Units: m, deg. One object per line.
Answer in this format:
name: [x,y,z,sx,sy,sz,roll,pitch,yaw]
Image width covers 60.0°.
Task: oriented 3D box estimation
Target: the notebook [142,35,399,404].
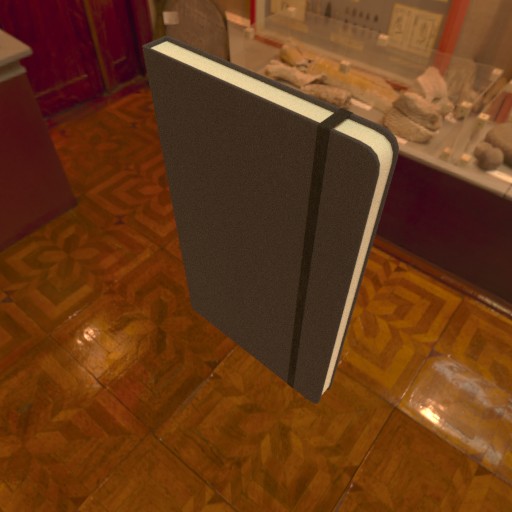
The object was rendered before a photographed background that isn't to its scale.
notebook: [0.000,0.000,0.261,0.127,0.213,0.016,33,56,26]
